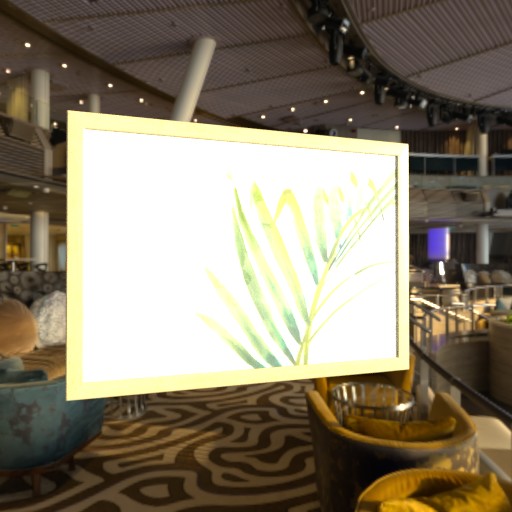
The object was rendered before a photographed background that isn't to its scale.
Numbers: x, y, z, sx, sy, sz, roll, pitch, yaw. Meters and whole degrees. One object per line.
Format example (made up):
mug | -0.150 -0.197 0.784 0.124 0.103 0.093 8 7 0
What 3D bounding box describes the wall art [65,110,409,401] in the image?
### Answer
wall art | 0.000 0.000 0.678 0.533 0.381 0.032 0 -1 -18
